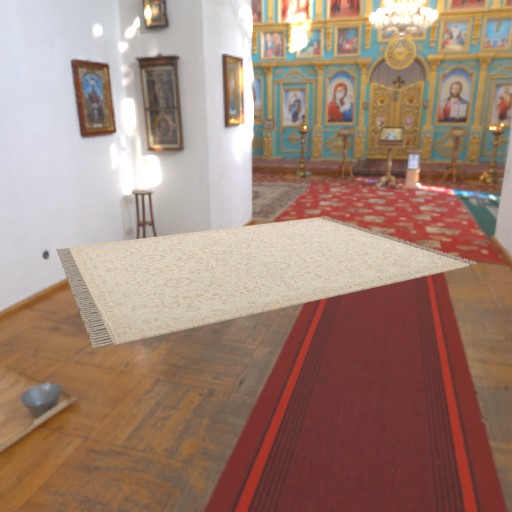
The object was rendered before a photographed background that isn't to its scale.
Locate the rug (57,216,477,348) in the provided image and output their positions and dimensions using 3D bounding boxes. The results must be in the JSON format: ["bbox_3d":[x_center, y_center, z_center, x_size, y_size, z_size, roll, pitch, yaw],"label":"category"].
[{"bbox_3d":[0.000,0.000,2.256,1.771,0.015,1.223,-9,19,-27],"label":"rug"}]
